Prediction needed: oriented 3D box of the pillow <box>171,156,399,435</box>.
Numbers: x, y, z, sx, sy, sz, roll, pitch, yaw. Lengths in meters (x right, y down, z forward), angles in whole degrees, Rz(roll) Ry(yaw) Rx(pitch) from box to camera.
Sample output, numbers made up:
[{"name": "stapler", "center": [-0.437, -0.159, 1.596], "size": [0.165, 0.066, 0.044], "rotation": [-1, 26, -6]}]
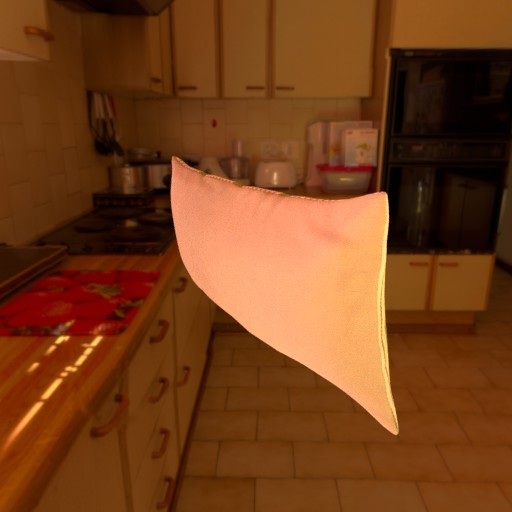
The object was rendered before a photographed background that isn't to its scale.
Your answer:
[{"name": "pillow", "center": [0.000, 0.000, 0.725], "size": [0.156, 0.292, 0.608], "rotation": [-9, 19, -28]}]
